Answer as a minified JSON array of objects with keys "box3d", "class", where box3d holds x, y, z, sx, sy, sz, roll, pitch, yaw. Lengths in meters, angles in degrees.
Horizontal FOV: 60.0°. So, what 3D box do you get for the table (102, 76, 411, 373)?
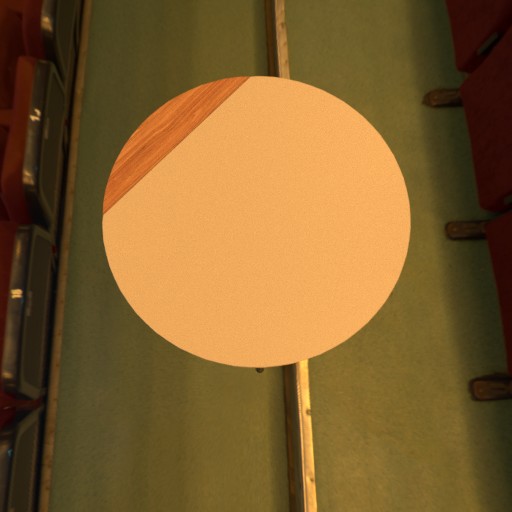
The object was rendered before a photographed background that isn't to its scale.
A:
[{"box3d":[0.000,0.000,0.877,0.450,0.525,0.450,0,75,0],"class":"table"}]
